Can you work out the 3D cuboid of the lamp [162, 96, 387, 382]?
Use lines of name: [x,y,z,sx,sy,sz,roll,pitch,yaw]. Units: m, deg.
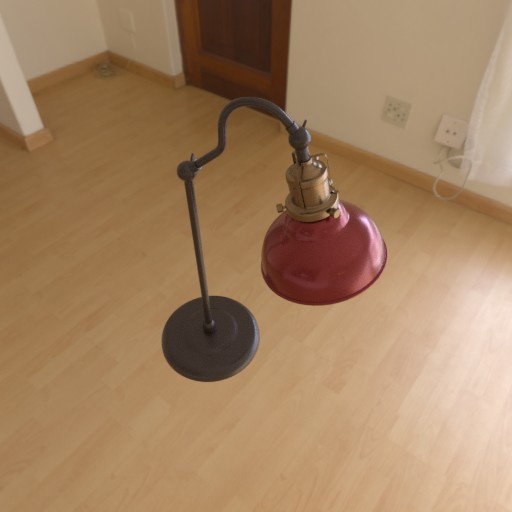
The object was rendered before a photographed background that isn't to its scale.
lamp: [0.000,0.000,0.675,0.374,0.508,0.192,10,47,9]
